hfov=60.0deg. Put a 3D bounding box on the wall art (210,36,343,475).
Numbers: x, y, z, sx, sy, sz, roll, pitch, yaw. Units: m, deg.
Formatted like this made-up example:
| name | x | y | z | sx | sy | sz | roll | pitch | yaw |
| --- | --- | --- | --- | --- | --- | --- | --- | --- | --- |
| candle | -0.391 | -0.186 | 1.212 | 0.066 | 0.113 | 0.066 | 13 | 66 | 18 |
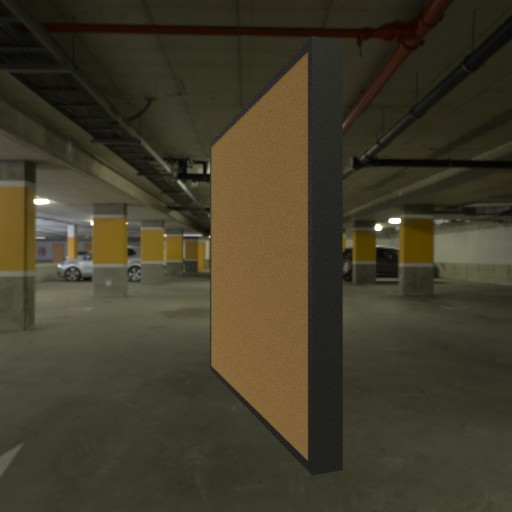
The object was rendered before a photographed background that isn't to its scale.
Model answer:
| name | x | y | z | sx | sy | sz | roll | pitch | yaw |
| --- | --- | --- | --- | --- | --- | --- | --- | --- | --- |
| wall art | 0.000 | 0.000 | 0.760 | 0.040 | 0.509 | 0.509 | 0 | 0 | -19 |
